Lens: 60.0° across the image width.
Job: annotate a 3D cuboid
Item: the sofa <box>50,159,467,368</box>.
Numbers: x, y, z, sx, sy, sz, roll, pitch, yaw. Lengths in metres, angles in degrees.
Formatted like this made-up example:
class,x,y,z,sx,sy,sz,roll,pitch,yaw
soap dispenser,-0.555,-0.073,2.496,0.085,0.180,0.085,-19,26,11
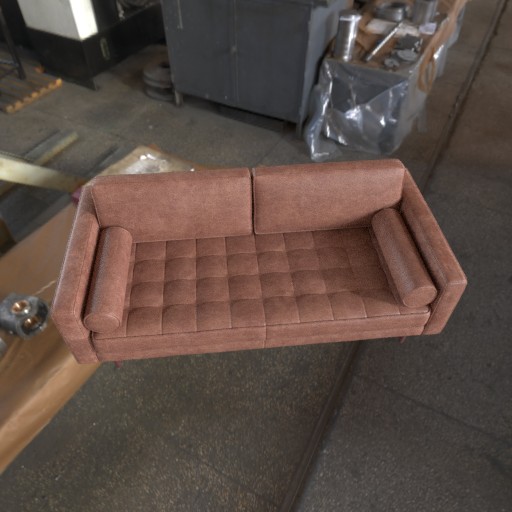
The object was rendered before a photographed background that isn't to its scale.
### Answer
class,x,y,z,sx,sy,sz,roll,pitch,yaw
sofa,0.000,0.000,2.362,1.870,0.760,0.910,-4,47,-4
